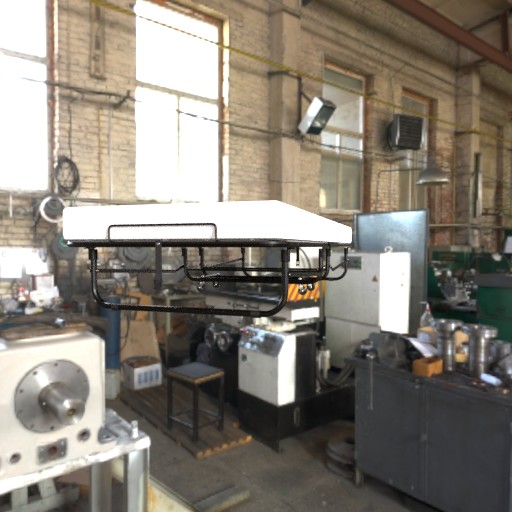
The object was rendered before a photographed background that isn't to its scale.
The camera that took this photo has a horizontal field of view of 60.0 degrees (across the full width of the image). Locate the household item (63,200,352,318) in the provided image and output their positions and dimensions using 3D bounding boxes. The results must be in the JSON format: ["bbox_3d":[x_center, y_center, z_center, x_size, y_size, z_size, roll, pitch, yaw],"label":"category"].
[{"bbox_3d":[0.000,0.000,2.228,0.787,0.356,1.905,0,1,18],"label":"household item"}]
